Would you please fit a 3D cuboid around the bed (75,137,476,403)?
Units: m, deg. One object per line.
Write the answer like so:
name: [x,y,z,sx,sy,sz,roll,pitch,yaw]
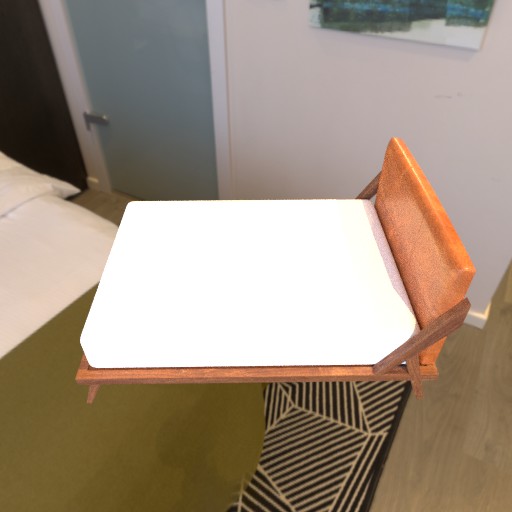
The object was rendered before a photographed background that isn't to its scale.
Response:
bed: [0.000,0.000,3.240,2.311,1.168,1.651,-1,41,-1]
